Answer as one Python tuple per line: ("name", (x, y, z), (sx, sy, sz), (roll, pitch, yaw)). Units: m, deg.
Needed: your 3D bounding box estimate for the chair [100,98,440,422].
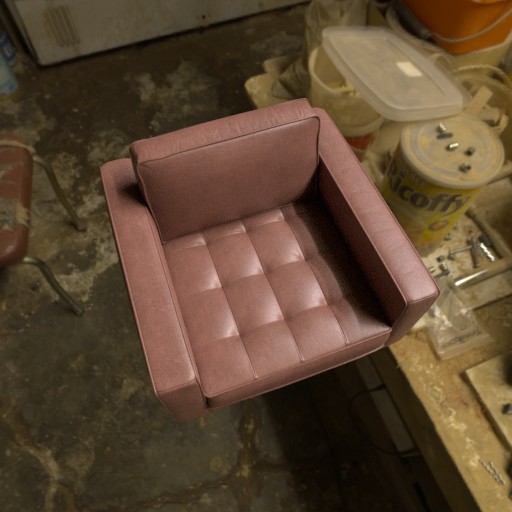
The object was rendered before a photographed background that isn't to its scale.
("chair", (0.000, 0.000, 1.605), (0.920, 0.770, 0.900), (-18, 62, -10))
